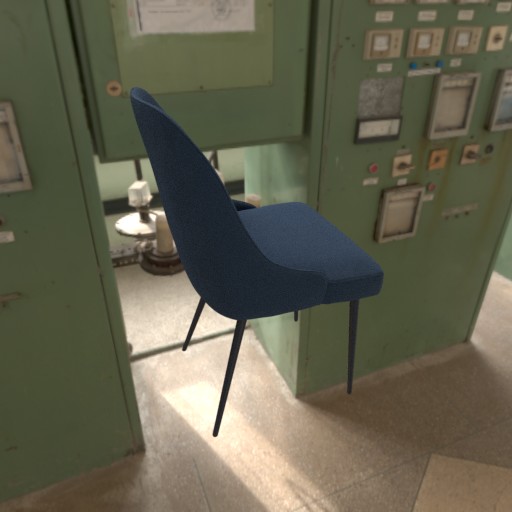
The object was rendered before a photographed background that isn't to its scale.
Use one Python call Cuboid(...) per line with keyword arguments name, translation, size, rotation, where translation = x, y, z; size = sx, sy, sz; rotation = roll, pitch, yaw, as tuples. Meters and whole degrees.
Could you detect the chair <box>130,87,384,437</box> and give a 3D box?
Cuboid(name="chair", translation=(0.000, 0.000, 1.235), size=(0.559, 0.896, 0.478), rotation=(-11, 33, -18))
